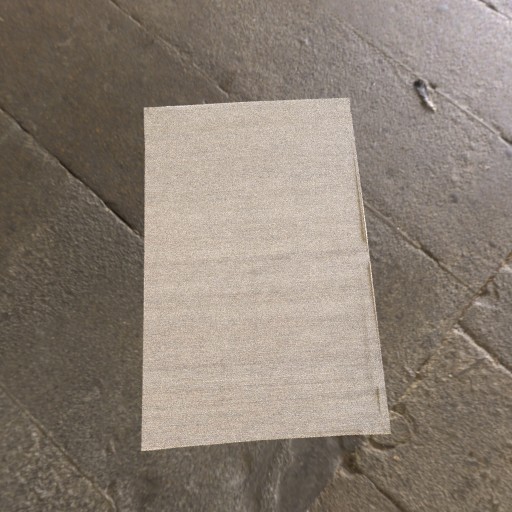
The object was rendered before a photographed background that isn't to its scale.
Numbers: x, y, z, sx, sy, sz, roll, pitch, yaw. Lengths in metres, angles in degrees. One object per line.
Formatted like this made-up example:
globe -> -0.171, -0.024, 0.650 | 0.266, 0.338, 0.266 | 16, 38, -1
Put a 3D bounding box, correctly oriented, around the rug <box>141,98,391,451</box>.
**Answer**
rug -> 0.000, 0.000, 2.306 | 1.179, 0.022, 1.820 | -3, 76, -1
